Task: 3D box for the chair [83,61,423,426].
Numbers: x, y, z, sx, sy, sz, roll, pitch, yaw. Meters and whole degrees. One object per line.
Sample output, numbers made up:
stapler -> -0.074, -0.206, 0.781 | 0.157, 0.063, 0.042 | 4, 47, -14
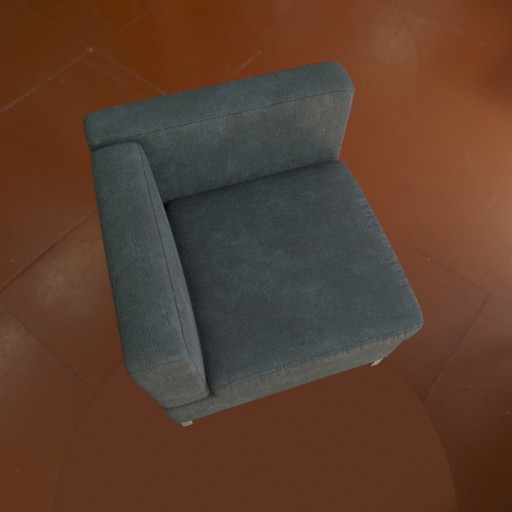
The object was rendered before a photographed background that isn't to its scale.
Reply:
chair -> 0.000, 0.000, 1.214 | 0.680, 0.660, 0.680 | -15, 63, -8
